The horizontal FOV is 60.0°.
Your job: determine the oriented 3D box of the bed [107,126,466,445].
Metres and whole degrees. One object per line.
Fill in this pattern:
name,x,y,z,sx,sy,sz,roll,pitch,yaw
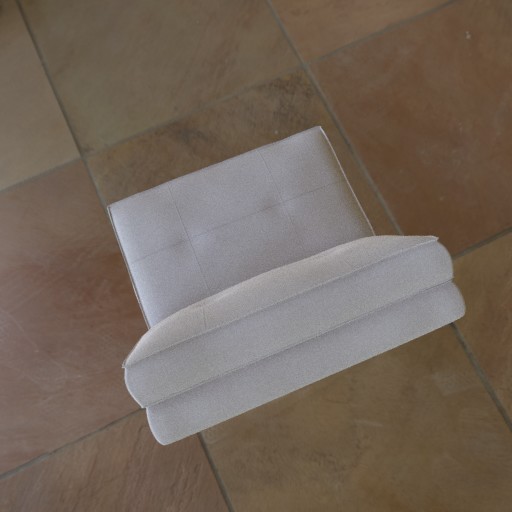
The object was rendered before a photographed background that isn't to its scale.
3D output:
bed,0.000,0.000,1.316,0.799,0.614,0.749,-22,78,-5
